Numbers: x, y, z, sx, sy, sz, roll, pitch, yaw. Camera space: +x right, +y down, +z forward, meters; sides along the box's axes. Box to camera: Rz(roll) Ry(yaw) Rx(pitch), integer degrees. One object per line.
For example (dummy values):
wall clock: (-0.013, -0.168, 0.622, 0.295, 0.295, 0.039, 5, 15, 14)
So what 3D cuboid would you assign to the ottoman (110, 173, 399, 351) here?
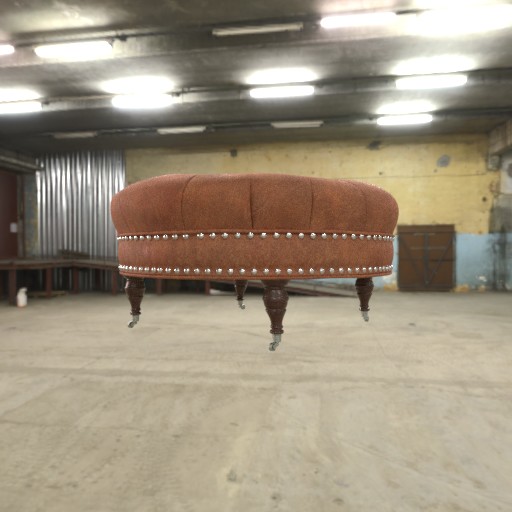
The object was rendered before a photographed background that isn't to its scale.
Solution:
ottoman: (0.000, 0.000, 1.433, 0.901, 0.444, 0.901, 0, 0, 0)
